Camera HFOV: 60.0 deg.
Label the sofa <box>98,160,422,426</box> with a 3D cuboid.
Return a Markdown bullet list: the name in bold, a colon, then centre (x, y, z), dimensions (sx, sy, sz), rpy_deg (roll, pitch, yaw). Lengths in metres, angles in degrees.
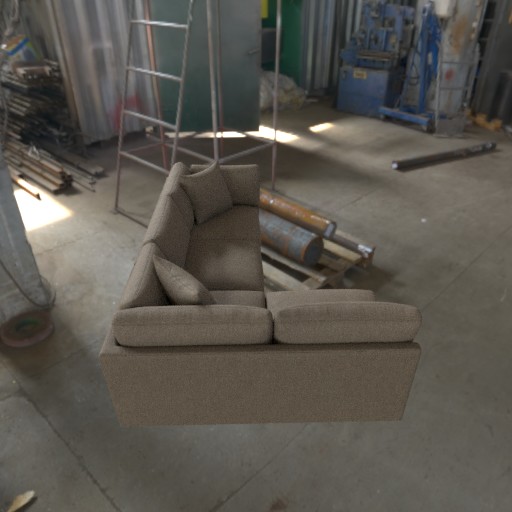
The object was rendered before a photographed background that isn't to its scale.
- **sofa**: centre (0.000, 0.000, 4.020), dimensions (1.994, 0.978, 2.896), rpy_deg (-1, 32, -1)
